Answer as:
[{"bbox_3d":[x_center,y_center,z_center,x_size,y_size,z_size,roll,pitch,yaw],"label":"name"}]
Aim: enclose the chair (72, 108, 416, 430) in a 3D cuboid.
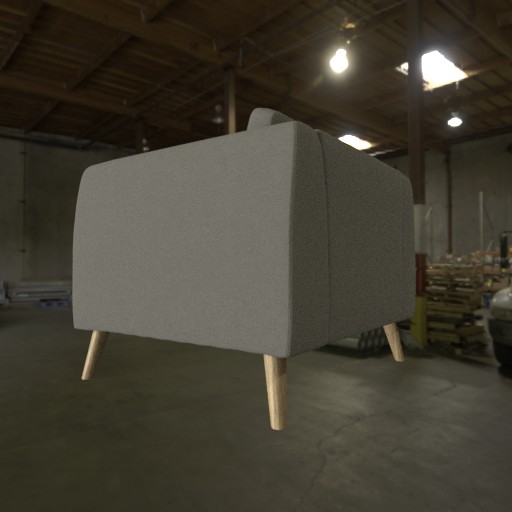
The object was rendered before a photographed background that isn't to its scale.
[{"bbox_3d":[0.000,0.000,1.698,0.930,0.860,1.000,-1,-1,36],"label":"chair"}]
